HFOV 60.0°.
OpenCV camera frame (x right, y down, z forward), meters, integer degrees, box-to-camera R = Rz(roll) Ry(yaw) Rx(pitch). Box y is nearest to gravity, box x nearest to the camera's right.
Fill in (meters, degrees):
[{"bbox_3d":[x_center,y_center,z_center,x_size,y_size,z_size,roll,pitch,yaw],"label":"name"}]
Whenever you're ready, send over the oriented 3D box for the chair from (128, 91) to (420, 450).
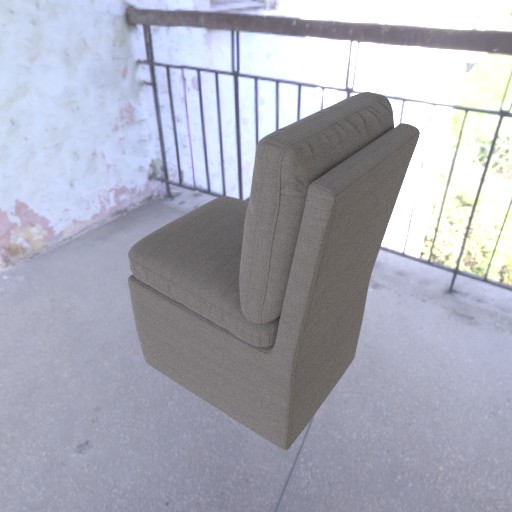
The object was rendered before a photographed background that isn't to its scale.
[{"bbox_3d":[0.000,0.000,1.340,0.698,0.927,0.503,22,39,29],"label":"chair"}]
